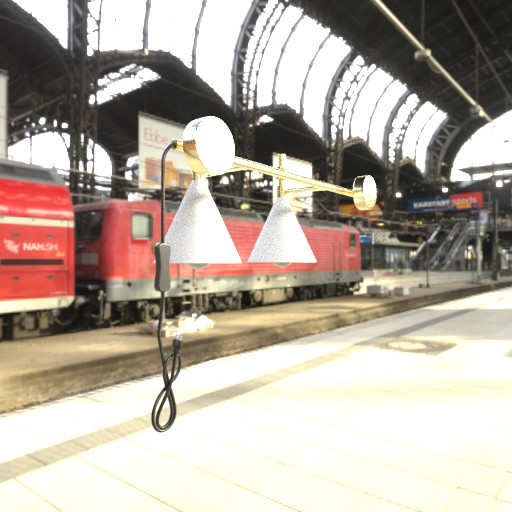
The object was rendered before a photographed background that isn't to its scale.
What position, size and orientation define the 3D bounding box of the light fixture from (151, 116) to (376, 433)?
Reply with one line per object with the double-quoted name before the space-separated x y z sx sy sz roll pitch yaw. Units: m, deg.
"light fixture" 0.000 0.000 0.871 0.239 0.468 0.642 0 0 37
